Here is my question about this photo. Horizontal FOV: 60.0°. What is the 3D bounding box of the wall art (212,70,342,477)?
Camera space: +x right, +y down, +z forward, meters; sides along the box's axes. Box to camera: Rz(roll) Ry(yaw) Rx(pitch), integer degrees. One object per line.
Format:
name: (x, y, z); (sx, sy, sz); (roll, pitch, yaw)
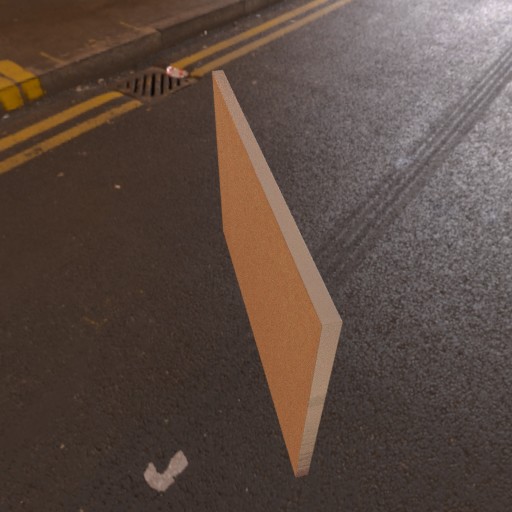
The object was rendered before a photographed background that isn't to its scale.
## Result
wall art: (0.000, 0.000, 0.783); (0.021, 0.410, 0.615); (-10, 46, -10)
